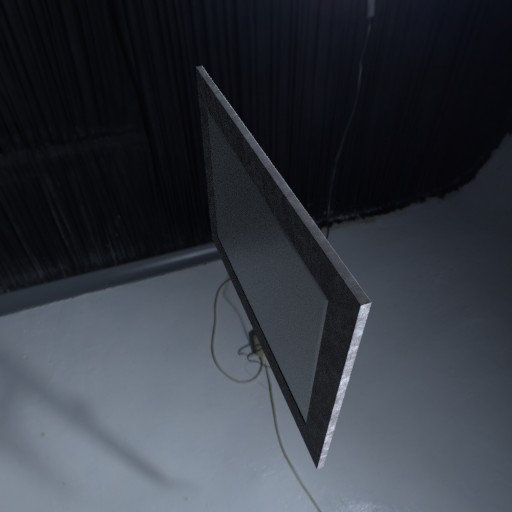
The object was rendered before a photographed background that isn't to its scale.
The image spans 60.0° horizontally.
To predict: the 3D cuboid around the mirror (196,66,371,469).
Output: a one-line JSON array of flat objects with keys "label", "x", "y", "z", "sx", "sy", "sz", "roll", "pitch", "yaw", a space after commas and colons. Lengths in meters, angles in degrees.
[{"label": "mirror", "x": 0.000, "y": 0.000, "z": 1.429, "sx": 0.022, "sy": 0.795, "sz": 1.101, "roll": -15, "pitch": 47, "yaw": -14}]
